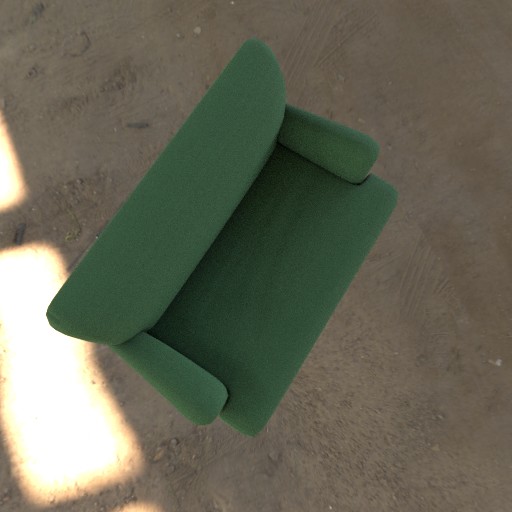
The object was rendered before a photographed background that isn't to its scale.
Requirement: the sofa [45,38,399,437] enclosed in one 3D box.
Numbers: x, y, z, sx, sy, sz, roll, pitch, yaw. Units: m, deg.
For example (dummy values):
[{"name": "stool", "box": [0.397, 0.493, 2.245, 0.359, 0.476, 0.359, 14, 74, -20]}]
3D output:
[{"name": "sofa", "box": [0.000, 0.000, 1.798, 0.779, 0.889, 1.297, 32, 79, 7]}]
